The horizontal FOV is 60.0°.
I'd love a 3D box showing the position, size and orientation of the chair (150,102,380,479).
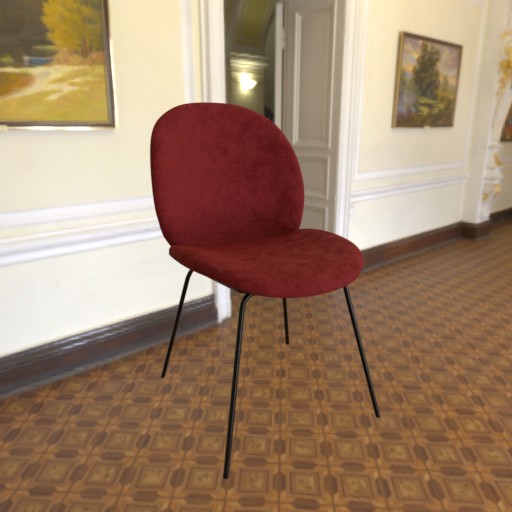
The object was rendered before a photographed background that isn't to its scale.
[{"bbox_3d":[0.000,0.000,1.171,0.458,0.791,0.587,-9,18,-27],"label":"chair"}]
